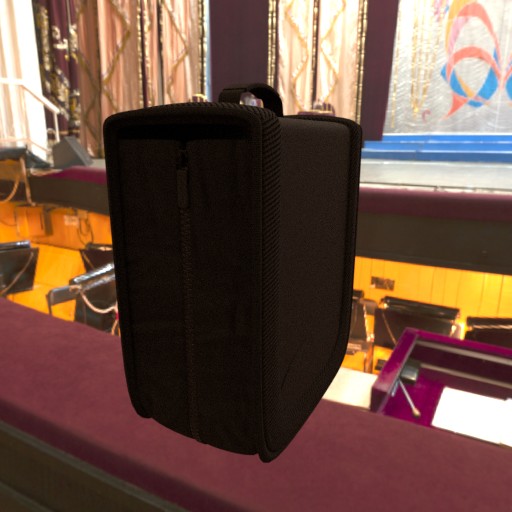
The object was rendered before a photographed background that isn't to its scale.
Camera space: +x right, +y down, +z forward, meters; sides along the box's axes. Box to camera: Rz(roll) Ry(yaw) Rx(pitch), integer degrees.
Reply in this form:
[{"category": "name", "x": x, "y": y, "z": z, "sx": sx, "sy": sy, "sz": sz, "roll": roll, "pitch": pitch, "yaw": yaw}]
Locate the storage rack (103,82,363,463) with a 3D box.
[{"category": "storage rack", "x": 0.000, "y": 0.000, "z": 0.531, "sx": 0.168, "sy": 0.387, "sz": 0.297, "roll": 8, "pitch": 17, "yaw": 27}]
